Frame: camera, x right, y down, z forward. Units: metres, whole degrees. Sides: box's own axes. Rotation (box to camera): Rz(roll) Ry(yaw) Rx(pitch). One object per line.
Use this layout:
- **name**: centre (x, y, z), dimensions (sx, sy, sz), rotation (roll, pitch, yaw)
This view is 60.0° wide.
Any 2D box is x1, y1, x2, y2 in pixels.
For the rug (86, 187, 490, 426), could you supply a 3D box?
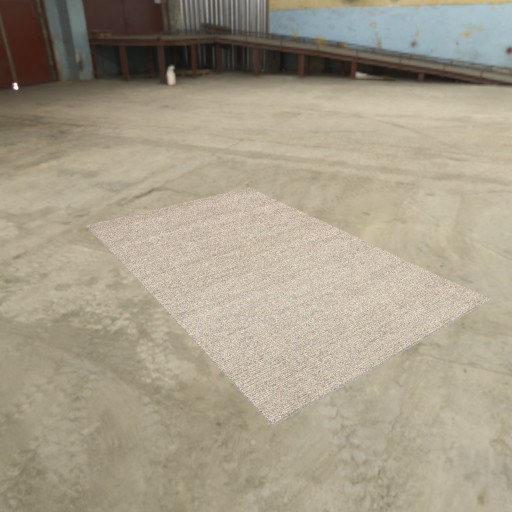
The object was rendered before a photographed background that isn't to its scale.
- **rug**: centre (0.000, 0.000, 2.214), dimensions (1.154, 0.021, 1.792), rotation (-18, 32, -31)
